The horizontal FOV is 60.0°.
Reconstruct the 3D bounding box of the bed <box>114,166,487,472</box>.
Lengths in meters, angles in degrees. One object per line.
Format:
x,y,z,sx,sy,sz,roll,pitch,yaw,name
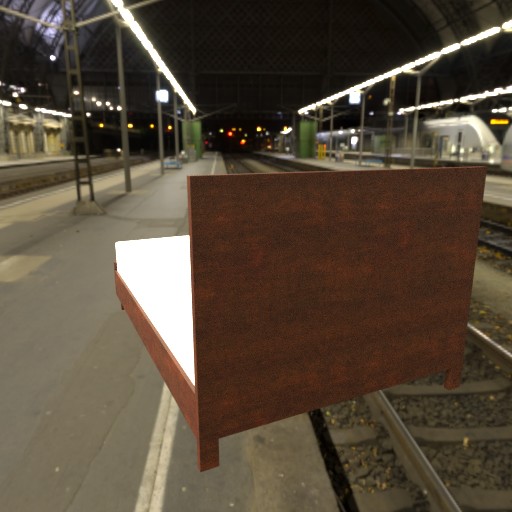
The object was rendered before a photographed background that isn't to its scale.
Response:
0.000,0.000,3.062,1.600,1.270,2.184,-7,16,-25,bed
